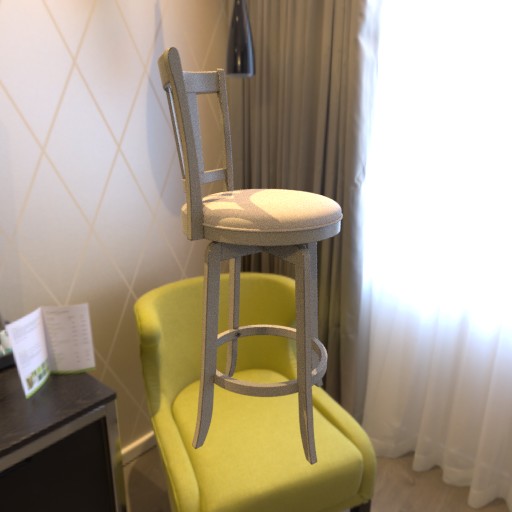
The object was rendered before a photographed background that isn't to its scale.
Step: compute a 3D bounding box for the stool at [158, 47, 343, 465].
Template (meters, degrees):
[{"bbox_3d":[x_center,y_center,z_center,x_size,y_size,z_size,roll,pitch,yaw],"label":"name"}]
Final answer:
[{"bbox_3d":[0.000,0.000,1.271,0.475,1.042,0.436,3,17,10],"label":"stool"}]
